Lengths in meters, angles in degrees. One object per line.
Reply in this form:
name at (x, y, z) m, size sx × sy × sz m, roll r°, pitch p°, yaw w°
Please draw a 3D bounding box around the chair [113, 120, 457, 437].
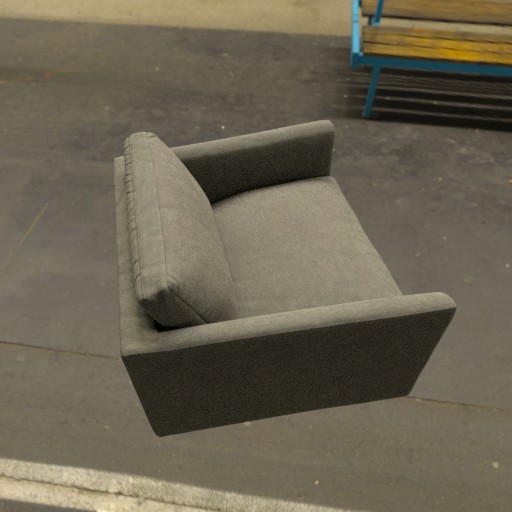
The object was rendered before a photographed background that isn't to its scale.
chair at (0.000, 0.000, 1.889) m, size 1.091 × 0.845 × 1.190 m, roll -10°, pitch 48°, yaw -9°
